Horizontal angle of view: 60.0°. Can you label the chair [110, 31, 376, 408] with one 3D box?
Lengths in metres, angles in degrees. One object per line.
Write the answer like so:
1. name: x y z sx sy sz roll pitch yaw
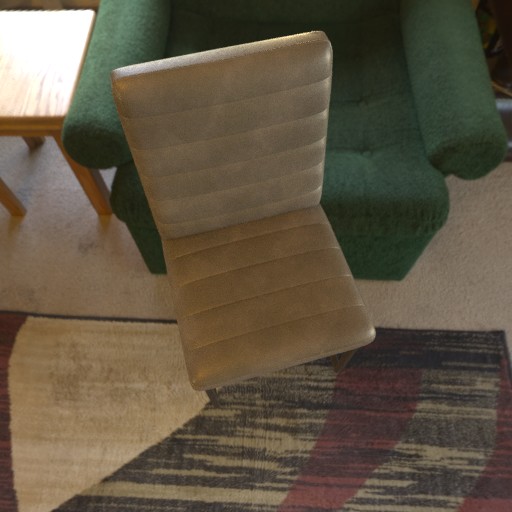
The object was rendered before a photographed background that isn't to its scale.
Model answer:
1. chair: 0.000 0.000 1.272 0.520 0.930 0.634 -14 64 -7
